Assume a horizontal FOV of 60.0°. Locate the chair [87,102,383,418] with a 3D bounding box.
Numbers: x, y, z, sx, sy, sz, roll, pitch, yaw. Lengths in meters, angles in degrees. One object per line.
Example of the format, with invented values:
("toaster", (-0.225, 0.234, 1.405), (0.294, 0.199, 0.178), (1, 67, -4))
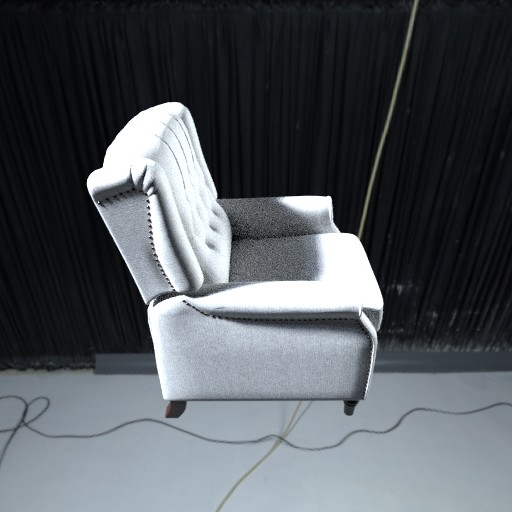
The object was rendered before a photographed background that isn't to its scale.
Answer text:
("chair", (0.000, 0.000, 1.670), (0.902, 1.035, 0.742), (0, 33, 0))
